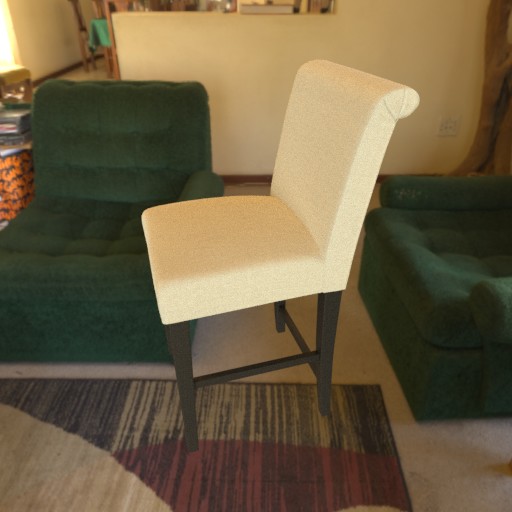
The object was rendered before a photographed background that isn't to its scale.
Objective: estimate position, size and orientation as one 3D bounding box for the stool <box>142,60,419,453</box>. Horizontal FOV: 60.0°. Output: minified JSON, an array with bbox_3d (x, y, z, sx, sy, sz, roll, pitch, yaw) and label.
[{"bbox_3d":[0.000,0.000,1.278,0.597,0.976,0.452,-9,32,-15],"label":"stool"}]
